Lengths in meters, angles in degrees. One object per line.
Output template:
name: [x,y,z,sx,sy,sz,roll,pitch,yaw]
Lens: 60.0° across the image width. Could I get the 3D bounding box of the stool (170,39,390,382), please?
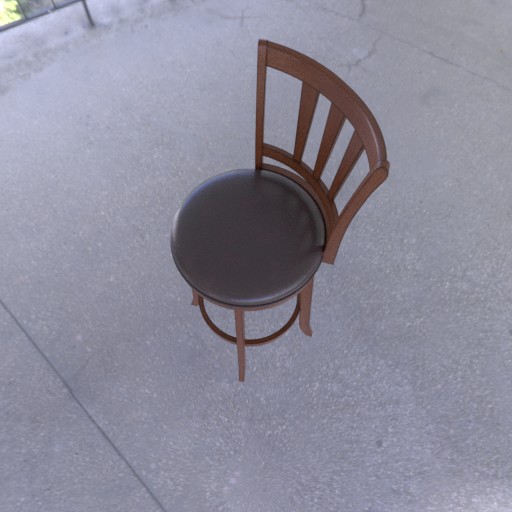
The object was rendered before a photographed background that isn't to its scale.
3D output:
stool: [0.000,0.000,1.439,0.503,1.177,0.464,-31,67,-14]
